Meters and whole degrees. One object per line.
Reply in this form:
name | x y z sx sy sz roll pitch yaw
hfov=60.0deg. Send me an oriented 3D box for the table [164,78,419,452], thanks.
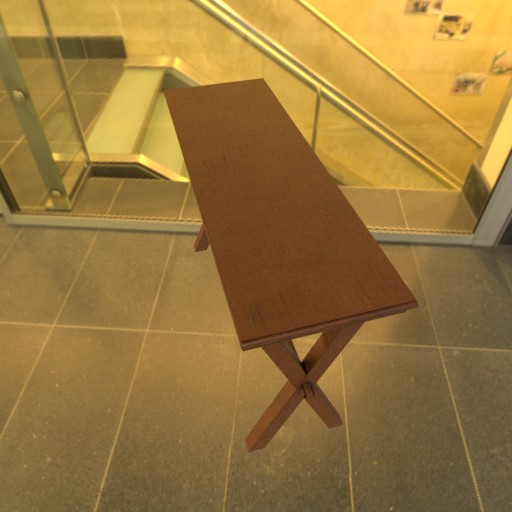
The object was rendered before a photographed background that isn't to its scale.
table | 0.000 0.000 1.598 0.399 0.763 1.197 -11 46 -11
